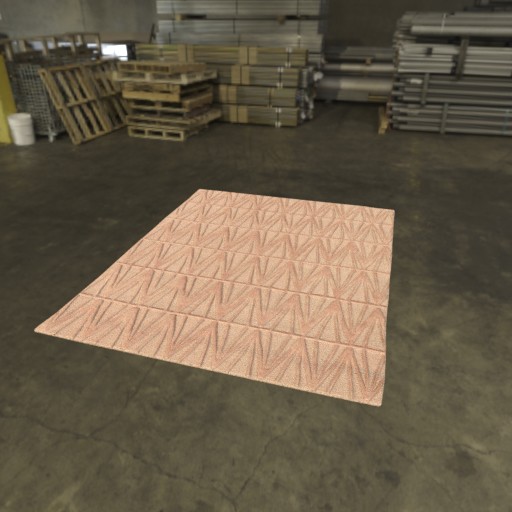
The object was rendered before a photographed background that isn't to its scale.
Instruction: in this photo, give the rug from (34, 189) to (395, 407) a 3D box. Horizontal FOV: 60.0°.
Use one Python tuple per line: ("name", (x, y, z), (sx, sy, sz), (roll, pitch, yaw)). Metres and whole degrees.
("rug", (0.000, 0.000, 4.167), (2.453, 0.043, 3.052), (8, 30, 14))
